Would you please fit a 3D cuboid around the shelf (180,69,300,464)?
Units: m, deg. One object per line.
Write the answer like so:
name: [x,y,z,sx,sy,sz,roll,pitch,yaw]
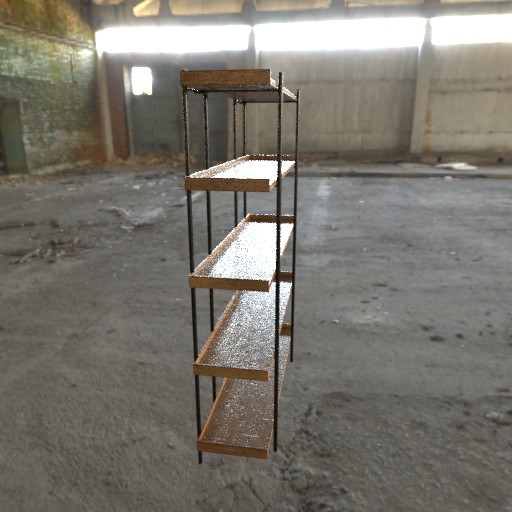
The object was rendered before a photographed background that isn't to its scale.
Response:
shelf: [0.000,0.000,2.506,0.379,1.826,1.371,3,17,9]
